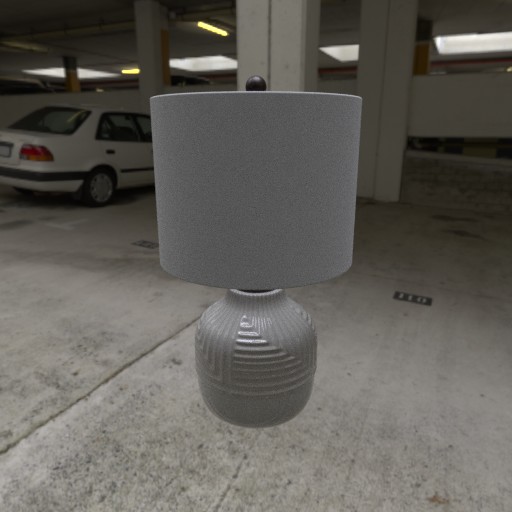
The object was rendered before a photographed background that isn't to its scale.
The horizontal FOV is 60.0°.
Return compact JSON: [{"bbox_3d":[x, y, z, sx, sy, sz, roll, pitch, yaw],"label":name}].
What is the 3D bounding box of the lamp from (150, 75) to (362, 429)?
[{"bbox_3d":[0.000,0.000,0.749,0.318,0.567,0.318,0,16,0],"label":"lamp"}]
